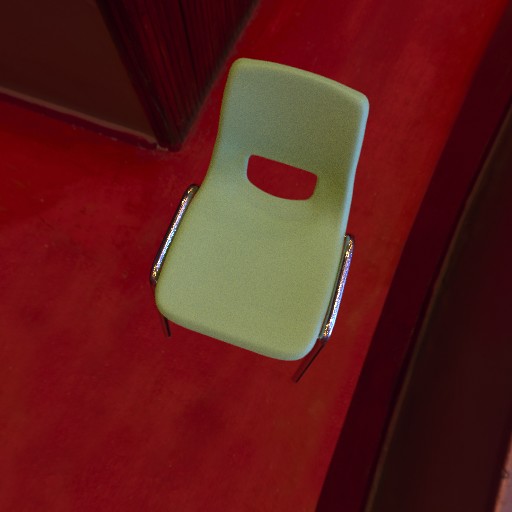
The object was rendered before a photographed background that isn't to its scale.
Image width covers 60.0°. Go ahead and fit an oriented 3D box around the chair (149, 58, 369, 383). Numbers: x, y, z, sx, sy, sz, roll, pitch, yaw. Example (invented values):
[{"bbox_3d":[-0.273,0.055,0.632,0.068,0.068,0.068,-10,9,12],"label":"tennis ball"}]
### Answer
[{"bbox_3d":[0.000,0.000,0.917,0.381,0.653,0.436,18,77,4],"label":"chair"}]
